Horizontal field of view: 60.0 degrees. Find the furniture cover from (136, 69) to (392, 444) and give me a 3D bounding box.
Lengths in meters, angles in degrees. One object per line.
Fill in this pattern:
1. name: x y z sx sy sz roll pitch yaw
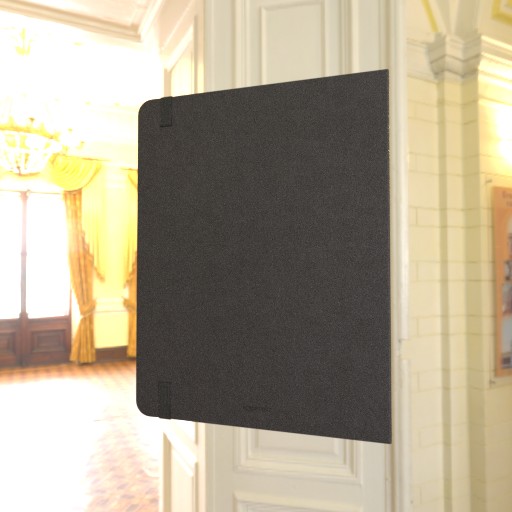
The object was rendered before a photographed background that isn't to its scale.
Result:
1. furniture cover: 0.000 0.000 0.372 0.216 0.281 0.023 0 -2 17
